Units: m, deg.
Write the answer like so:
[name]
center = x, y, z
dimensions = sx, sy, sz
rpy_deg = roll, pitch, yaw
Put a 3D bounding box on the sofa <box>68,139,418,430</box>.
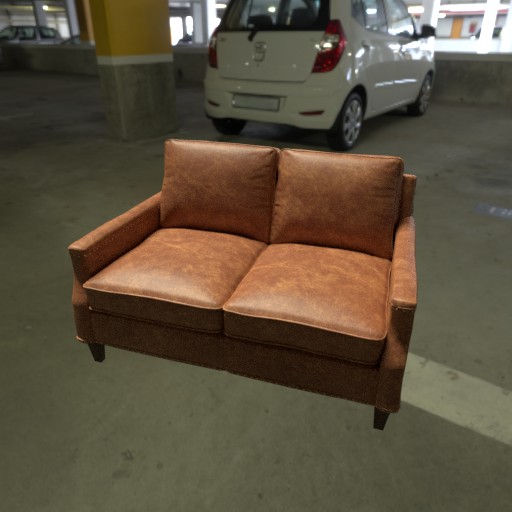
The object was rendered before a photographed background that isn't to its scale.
[sofa]
center = 0.000, 0.000, 2.332
dimensions = 1.597, 1.003, 1.084
rpy_deg = 8, 28, 16
